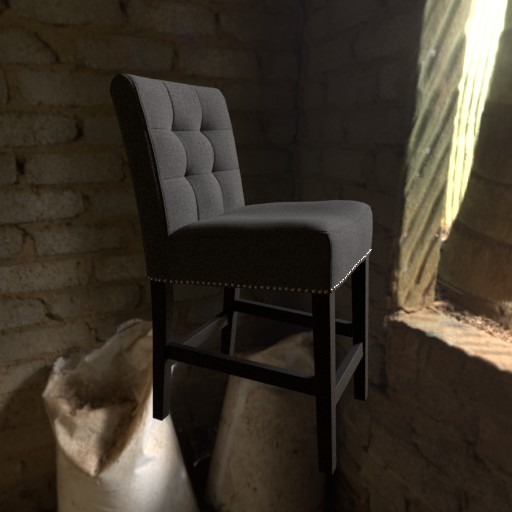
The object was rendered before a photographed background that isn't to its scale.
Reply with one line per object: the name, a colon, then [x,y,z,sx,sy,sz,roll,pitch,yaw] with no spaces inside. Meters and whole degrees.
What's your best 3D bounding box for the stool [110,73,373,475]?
stool: [0.000,0.000,1.172,0.571,0.885,0.427,8,17,25]
